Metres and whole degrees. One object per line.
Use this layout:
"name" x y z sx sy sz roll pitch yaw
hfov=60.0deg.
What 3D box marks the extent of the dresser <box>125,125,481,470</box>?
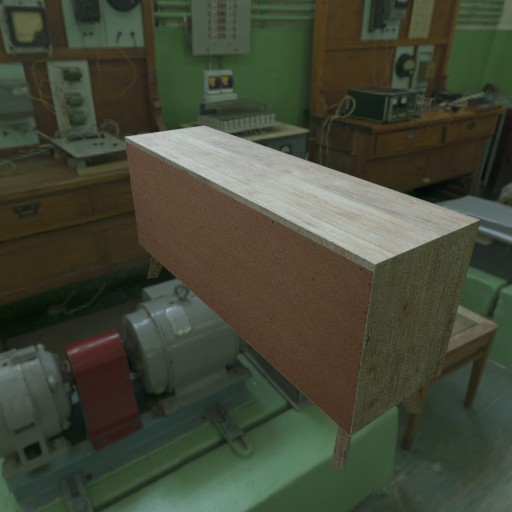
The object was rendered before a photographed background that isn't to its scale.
"dresser" 0.000 0.000 1.927 0.455 0.788 1.602 -19 33 -31
